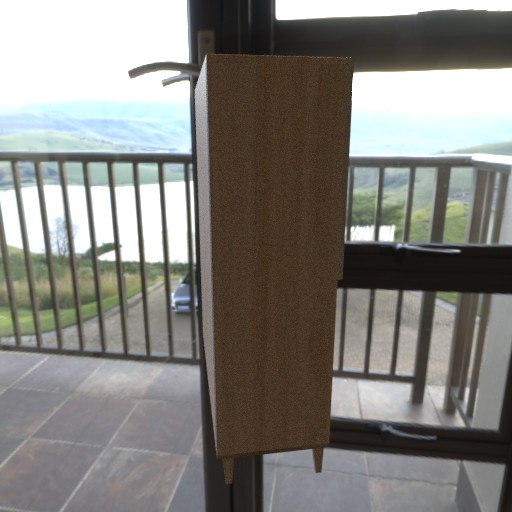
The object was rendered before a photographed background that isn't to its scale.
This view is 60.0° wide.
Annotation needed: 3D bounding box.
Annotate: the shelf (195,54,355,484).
[{"bbox_3d":[0.000,0.000,1.871,0.434,1.405,0.995,-2,15,-9],"label":"shelf"}]
